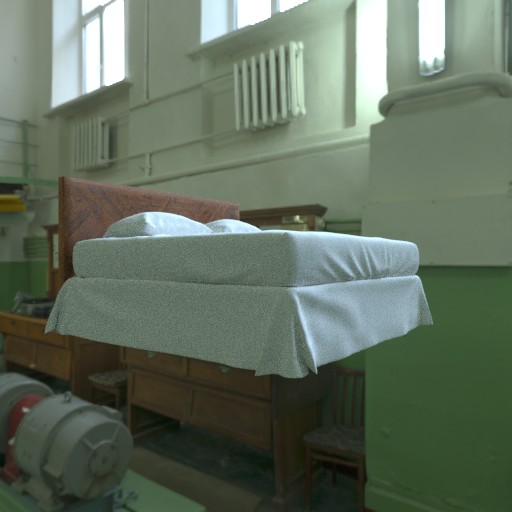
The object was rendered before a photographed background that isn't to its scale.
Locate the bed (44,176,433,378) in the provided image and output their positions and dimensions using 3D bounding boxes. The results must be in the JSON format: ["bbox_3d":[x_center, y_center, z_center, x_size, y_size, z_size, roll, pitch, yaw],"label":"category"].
[{"bbox_3d":[0.000,0.000,3.420,2.165,1.158,2.255,0,0,37],"label":"bed"}]
